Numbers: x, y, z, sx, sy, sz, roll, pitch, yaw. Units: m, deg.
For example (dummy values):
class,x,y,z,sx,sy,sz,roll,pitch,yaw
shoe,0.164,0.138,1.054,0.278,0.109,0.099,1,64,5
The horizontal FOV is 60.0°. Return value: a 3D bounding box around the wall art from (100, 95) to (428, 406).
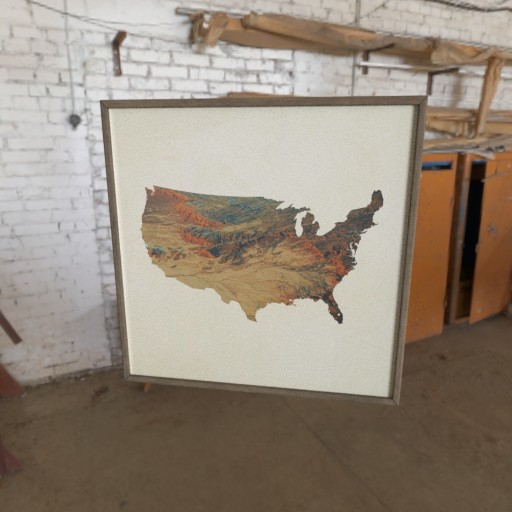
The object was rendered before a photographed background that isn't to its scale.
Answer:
class,x,y,z,sx,sy,sz,roll,pitch,yaw
wall art,0.000,0.000,1.119,0.749,0.751,0.050,2,15,9
